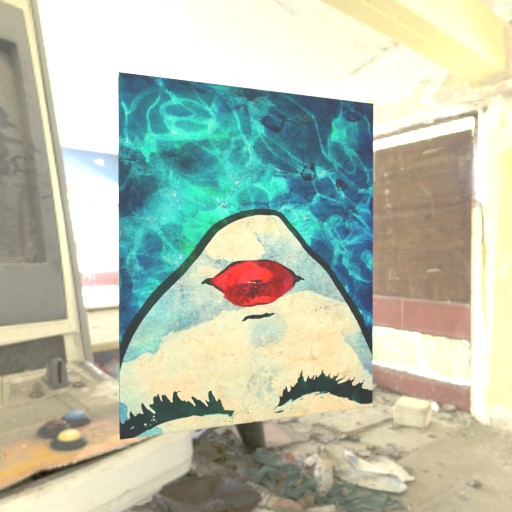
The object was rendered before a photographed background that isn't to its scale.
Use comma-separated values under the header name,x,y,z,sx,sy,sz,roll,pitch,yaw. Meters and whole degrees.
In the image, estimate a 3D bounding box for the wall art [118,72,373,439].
name,x,y,z,sx,sy,sz,roll,pitch,yaw
wall art,0.000,0.000,1.031,0.609,0.760,0.038,0,1,-19
